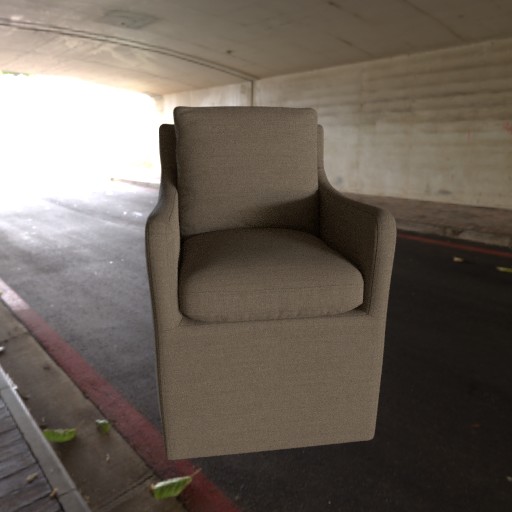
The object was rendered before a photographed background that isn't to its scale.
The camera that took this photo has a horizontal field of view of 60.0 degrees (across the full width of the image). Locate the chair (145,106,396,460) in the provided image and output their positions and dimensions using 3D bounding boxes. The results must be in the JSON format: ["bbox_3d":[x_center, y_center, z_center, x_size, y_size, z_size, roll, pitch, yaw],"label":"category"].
[{"bbox_3d":[0.000,0.000,1.380,0.626,0.914,0.694,-2,15,-8],"label":"chair"}]
